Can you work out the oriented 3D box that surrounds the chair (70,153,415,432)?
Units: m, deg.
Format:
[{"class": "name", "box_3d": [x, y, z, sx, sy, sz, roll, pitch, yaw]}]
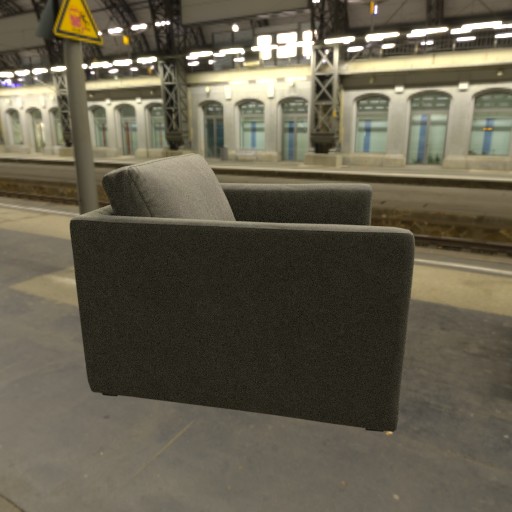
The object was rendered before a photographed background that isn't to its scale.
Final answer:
[{"class": "chair", "box_3d": [0.000, 0.000, 1.892, 1.091, 0.845, 1.190, 2, 16, 8]}]
